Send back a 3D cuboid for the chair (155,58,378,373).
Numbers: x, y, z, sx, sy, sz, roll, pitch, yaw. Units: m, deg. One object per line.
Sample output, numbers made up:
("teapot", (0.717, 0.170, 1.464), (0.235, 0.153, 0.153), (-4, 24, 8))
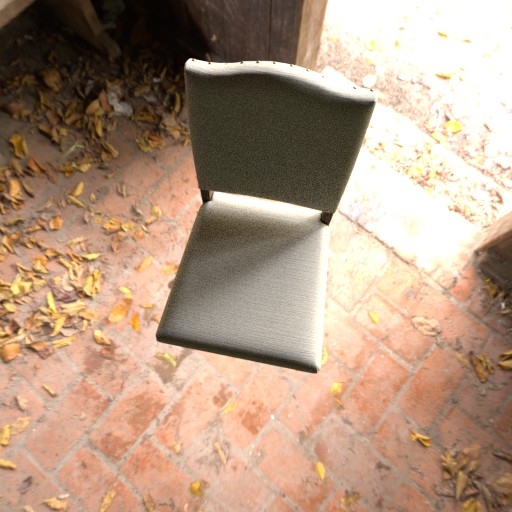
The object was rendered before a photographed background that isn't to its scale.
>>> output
("chair", (0.000, 0.000, 1.364), (0.508, 1.015, 0.619), (11, 75, 3))
